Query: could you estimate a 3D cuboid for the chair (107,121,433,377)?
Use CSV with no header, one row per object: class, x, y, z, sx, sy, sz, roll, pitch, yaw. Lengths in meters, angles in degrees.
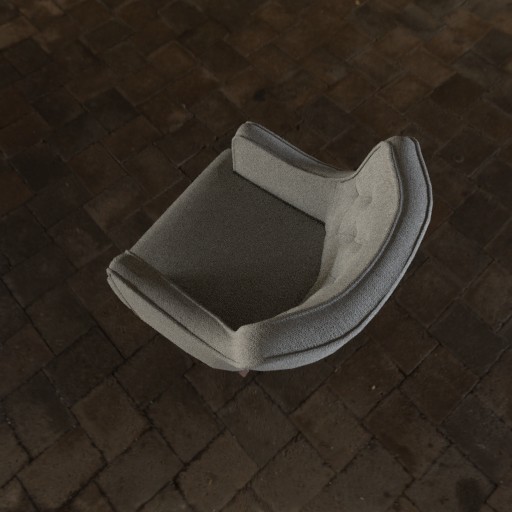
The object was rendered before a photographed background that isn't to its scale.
chair,0.000,0.000,1.589,0.910,0.920,0.820,32,68,15
